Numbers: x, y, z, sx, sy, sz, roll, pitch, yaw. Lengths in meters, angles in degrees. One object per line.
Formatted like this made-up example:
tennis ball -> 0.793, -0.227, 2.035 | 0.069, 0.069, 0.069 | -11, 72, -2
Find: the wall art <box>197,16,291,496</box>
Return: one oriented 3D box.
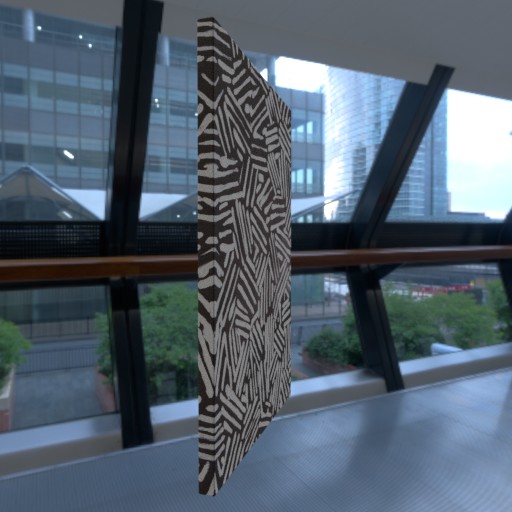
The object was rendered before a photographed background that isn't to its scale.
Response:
wall art -> 0.000, 0.000, 1.141 | 0.035, 0.918, 0.615 | 0, 1, 18
